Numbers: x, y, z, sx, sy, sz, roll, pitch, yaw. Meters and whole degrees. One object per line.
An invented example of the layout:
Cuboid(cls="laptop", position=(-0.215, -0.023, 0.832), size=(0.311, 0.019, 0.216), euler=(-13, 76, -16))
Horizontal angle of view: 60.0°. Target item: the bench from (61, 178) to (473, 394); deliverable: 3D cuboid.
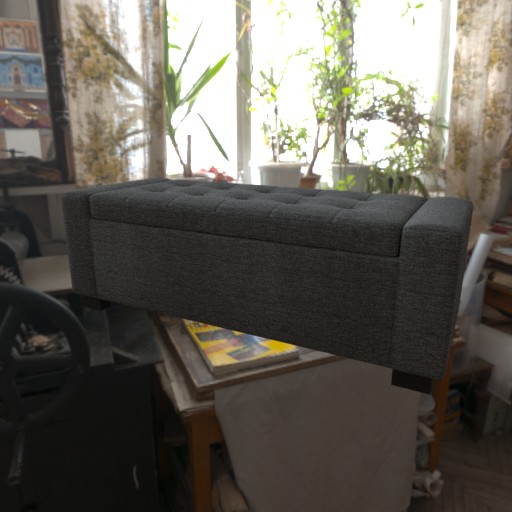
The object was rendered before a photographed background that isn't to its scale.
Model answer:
Cuboid(cls="bench", position=(0.000, 0.000, 1.534), size=(1.296, 0.445, 0.508), euler=(8, 18, 26))
